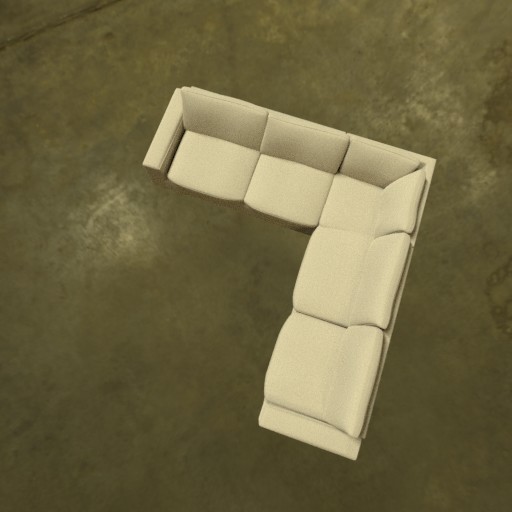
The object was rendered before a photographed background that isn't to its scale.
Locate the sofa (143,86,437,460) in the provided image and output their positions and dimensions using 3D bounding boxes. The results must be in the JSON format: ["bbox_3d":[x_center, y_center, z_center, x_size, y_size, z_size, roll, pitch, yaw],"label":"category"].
[{"bbox_3d":[0.000,0.000,4.754,3.066,0.918,3.206,18,76,5],"label":"sofa"}]
